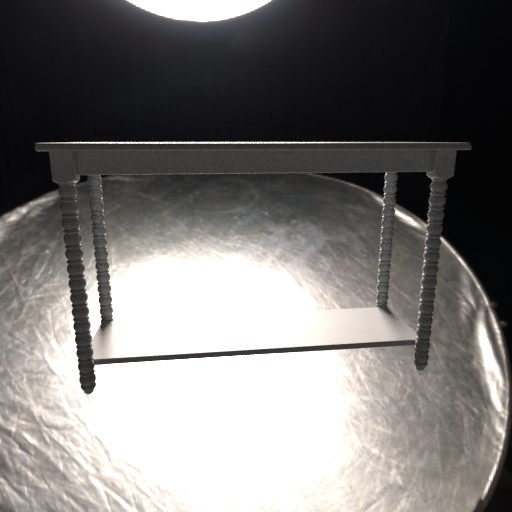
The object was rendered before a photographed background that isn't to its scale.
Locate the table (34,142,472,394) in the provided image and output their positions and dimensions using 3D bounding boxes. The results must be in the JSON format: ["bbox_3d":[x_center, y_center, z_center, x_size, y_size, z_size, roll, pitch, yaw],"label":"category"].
[{"bbox_3d":[0.000,0.000,1.492,1.184,0.740,0.459,-2,15,-7],"label":"table"}]
